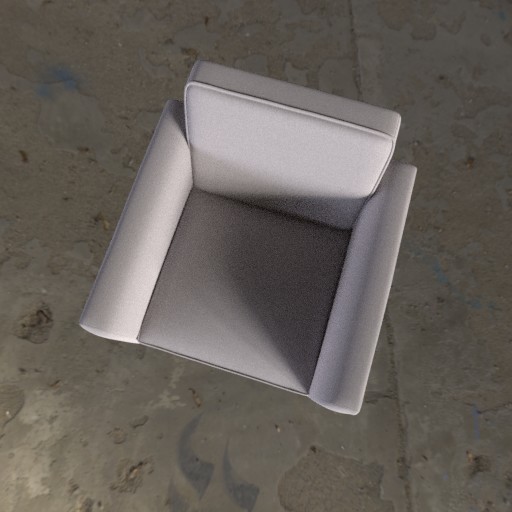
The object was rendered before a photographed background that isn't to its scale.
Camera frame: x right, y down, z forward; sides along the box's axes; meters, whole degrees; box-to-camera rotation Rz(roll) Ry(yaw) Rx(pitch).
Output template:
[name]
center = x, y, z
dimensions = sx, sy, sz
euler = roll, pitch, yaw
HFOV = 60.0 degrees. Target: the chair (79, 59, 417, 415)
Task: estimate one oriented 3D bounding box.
[chair]
center = 0.000, 0.000, 1.413
dimensions = 0.780, 0.780, 0.750
euler = 17, 77, 4
